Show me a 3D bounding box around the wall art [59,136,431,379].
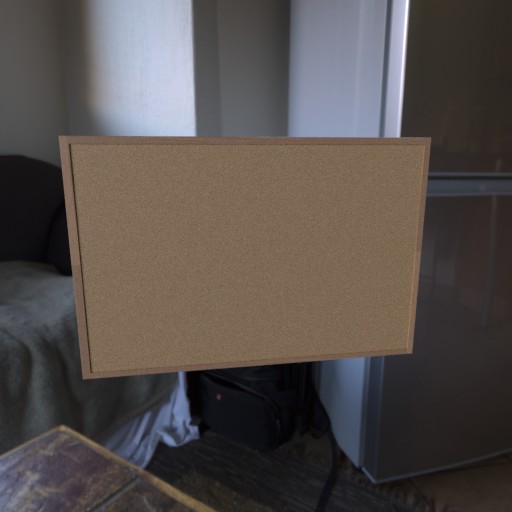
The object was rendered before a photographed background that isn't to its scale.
[{"bbox_3d":[0.000,0.000,0.785,0.613,0.407,0.035,-2,14,-9],"label":"wall art"}]
